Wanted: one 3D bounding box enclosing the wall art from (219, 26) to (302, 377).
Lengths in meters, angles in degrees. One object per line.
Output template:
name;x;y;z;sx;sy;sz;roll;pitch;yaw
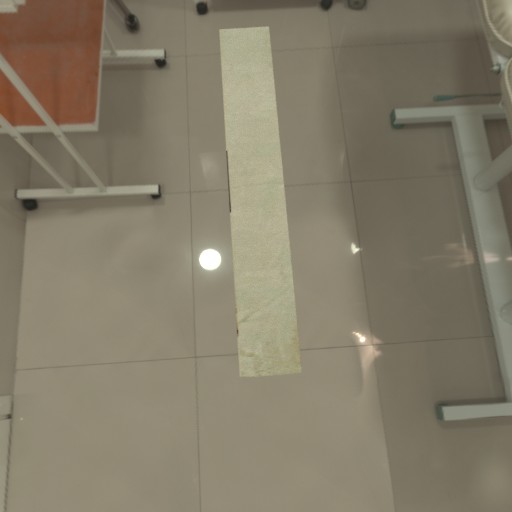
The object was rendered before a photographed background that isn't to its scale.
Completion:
wall art;0.000;0.000;0.485;0.038;0.381;0.254;-4;75;-1
